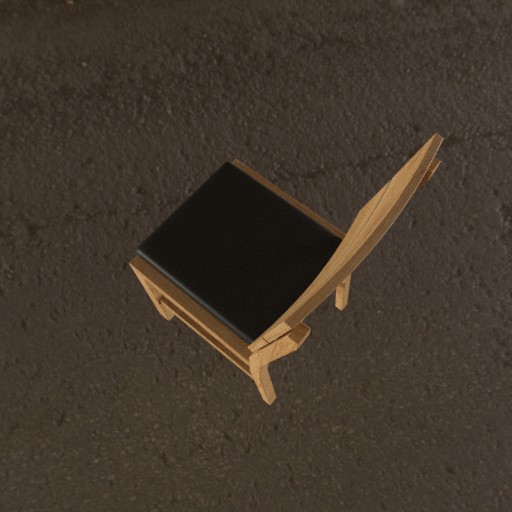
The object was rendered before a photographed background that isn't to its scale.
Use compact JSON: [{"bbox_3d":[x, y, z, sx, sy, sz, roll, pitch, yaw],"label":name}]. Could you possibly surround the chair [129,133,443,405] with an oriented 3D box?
[{"bbox_3d":[0.000,0.000,1.251,0.569,0.950,0.475,36,70,16],"label":"chair"}]
